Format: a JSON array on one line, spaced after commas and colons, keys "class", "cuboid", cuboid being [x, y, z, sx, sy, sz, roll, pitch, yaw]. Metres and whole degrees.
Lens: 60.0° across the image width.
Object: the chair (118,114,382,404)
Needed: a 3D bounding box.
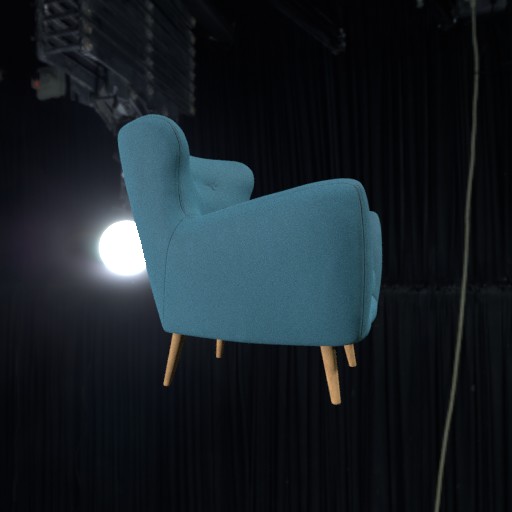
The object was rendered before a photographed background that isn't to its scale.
[{"class": "chair", "cuboid": [0.000, 0.000, 1.670, 0.889, 0.889, 0.890, 0, -1, 18]}]
